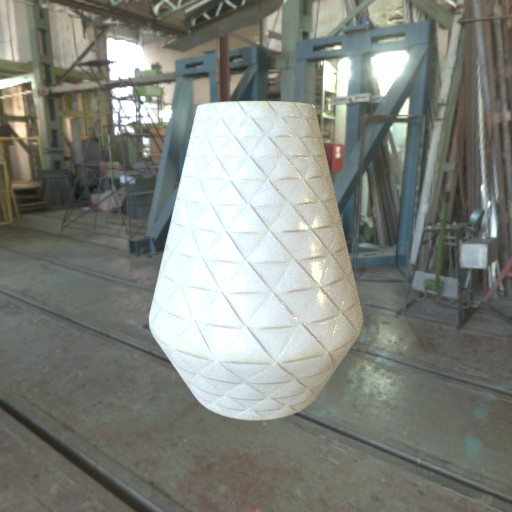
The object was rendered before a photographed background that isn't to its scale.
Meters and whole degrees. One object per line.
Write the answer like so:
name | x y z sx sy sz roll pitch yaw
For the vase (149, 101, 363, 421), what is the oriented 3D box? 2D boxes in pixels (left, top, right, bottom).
vase | 0.000 0.000 0.359 0.175 0.230 0.175 0 14 0
